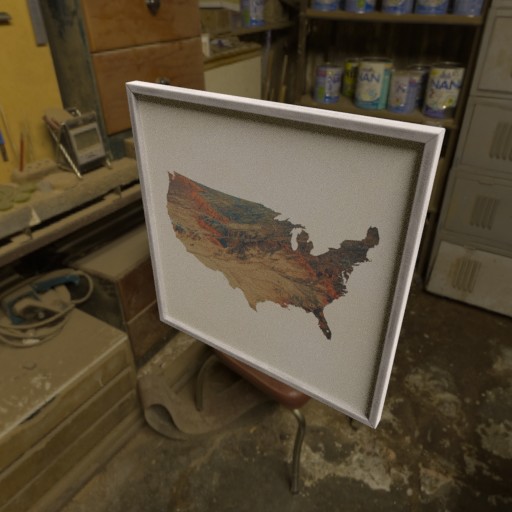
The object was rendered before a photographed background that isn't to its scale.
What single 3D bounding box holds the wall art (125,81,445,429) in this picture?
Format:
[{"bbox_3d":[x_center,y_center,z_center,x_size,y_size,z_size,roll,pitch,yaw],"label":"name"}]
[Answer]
[{"bbox_3d":[0.000,0.000,0.449,0.303,0.303,0.015,20,37,29],"label":"wall art"}]
